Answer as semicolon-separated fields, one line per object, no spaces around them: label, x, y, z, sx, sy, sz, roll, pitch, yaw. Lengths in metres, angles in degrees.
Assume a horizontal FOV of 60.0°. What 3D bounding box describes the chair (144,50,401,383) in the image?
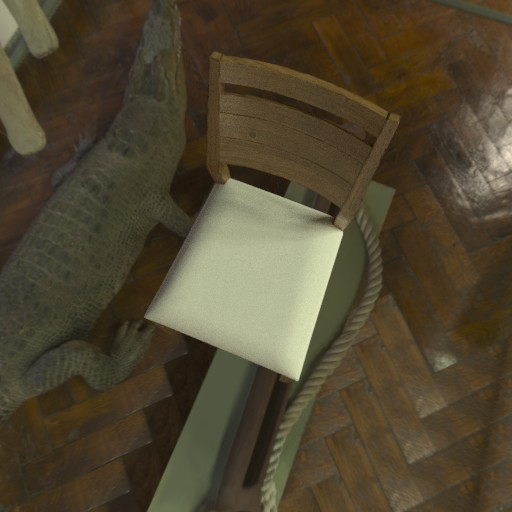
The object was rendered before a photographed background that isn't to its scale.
chair;0.000;0.000;1.318;0.497;0.939;0.610;21;76;5
